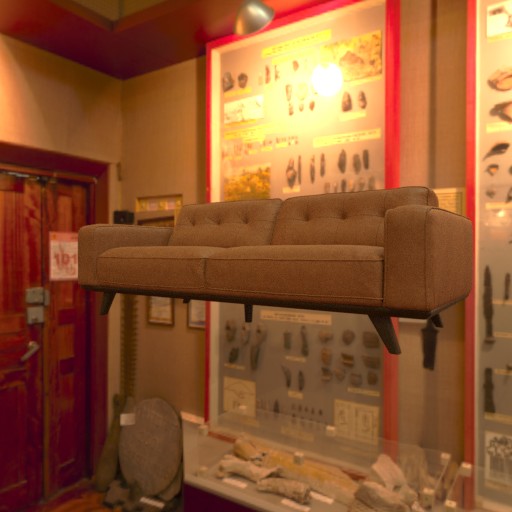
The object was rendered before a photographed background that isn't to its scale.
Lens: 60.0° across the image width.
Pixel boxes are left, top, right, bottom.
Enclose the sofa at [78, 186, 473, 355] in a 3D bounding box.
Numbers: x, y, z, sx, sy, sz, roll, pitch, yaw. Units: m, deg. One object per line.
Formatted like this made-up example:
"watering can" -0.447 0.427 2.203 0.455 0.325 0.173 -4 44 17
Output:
"sofa" 0.000 0.000 2.673 2.270 0.780 0.953 0 1 35
